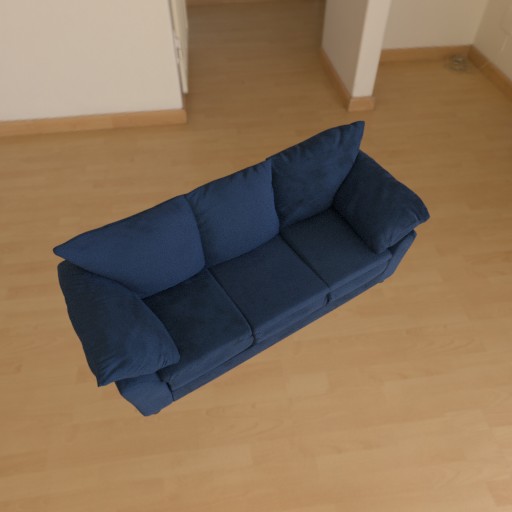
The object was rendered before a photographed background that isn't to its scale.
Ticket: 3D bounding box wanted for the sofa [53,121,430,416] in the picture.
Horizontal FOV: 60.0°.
[{"bbox_3d":[0.000,0.000,2.951,2.390,1.091,0.907,-26,53,-22],"label":"sofa"}]
